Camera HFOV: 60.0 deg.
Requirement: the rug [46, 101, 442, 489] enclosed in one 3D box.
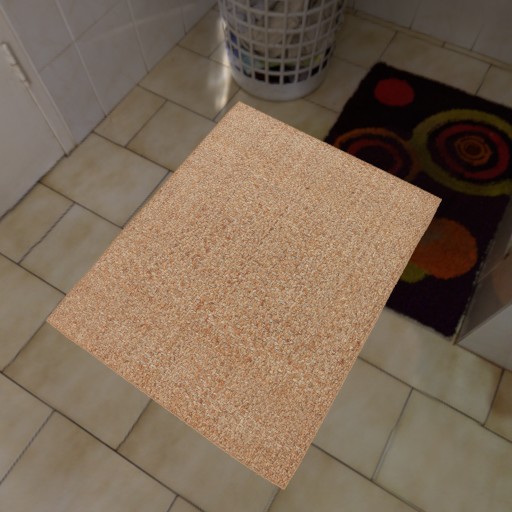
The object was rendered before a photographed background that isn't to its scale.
[{"bbox_3d":[0.000,0.000,4.102,2.439,0.013,3.048,30,67,14],"label":"rug"}]
